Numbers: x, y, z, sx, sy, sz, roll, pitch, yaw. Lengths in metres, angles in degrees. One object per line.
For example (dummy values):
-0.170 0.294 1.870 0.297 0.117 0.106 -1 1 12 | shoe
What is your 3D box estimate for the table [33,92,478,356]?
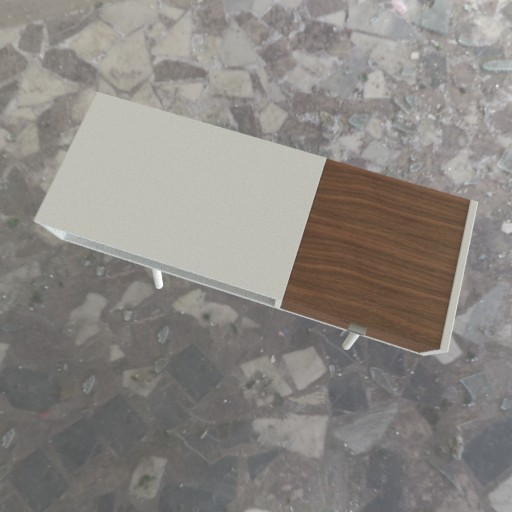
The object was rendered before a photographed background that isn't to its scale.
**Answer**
0.000 0.000 1.508 1.066 0.785 0.418 17 75 5 | table
